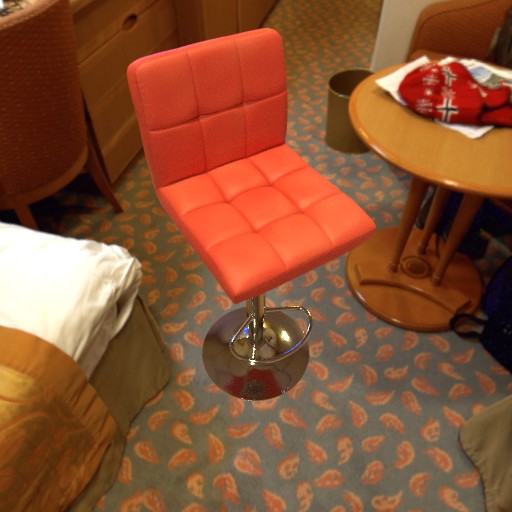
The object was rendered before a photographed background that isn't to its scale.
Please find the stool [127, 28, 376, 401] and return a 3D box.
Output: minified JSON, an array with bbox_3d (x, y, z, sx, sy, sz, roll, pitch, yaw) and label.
[{"bbox_3d":[0.000,0.000,1.351,0.430,1.115,0.505,-24,52,-21],"label":"stool"}]
